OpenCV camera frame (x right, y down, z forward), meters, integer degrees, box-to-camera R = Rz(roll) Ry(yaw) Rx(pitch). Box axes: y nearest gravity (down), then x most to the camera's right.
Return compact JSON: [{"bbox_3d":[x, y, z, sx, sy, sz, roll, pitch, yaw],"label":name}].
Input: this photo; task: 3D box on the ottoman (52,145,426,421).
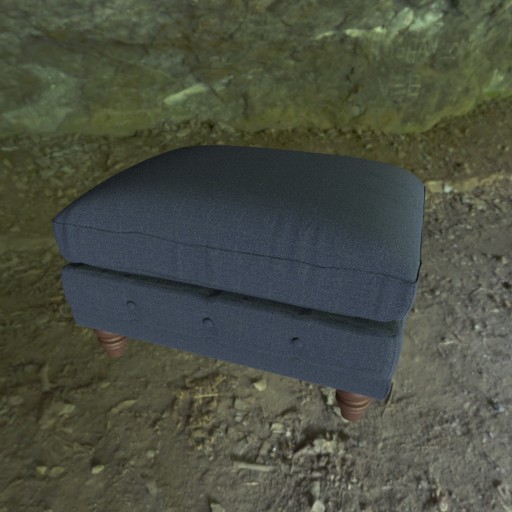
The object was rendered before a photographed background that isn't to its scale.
[{"bbox_3d":[0.000,0.000,1.132,0.767,0.486,0.558,10,29,18],"label":"ottoman"}]
